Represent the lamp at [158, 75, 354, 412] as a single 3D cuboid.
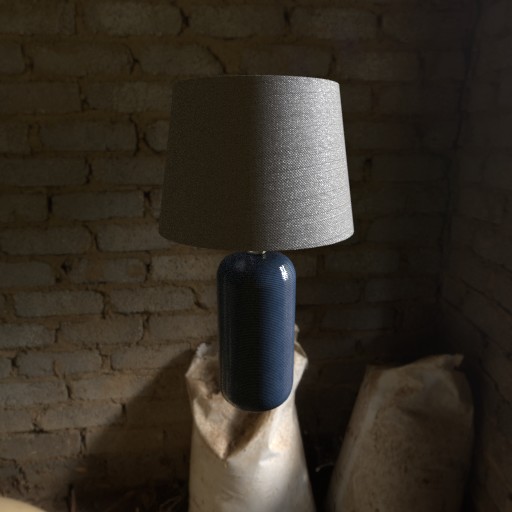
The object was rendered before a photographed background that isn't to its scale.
[{"bbox_3d":[0.000,0.000,0.596,0.253,0.428,0.253,0,15,0],"label":"lamp"}]
